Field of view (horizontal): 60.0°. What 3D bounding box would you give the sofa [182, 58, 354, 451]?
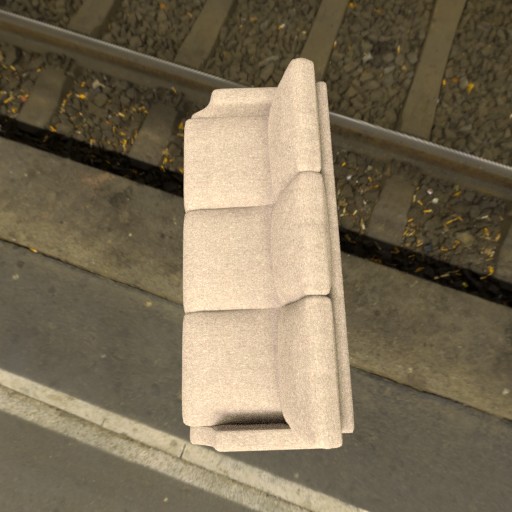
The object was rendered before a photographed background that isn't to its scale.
[{"bbox_3d":[0.000,0.000,2.643,0.888,0.984,2.115,-2,76,0],"label":"sofa"}]
